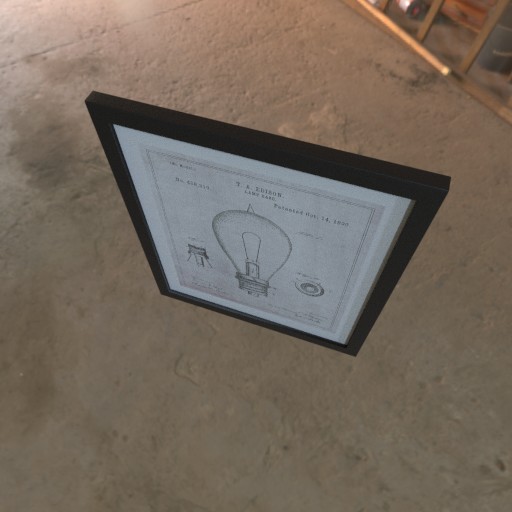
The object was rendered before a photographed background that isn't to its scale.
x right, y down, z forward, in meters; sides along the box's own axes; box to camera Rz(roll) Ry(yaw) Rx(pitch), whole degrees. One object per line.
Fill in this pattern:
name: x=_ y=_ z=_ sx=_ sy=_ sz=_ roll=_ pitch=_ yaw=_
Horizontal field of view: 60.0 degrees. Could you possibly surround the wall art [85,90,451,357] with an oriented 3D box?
wall art: x=0.000 y=0.000 z=0.716 sx=0.430 sy=0.509 sz=0.021 roll=16 pitch=59 yaw=10
